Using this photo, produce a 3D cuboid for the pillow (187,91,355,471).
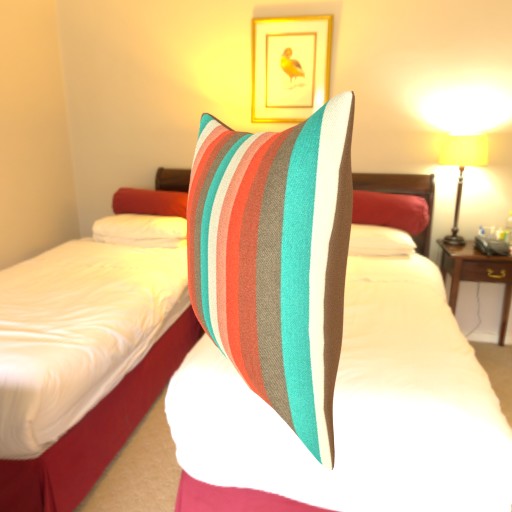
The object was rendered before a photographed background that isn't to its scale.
[{"bbox_3d":[0.000,0.000,0.684,0.168,0.443,0.453,-7,17,-24],"label":"pillow"}]
